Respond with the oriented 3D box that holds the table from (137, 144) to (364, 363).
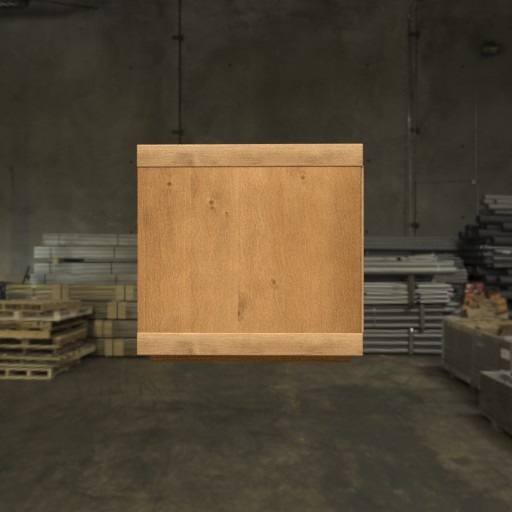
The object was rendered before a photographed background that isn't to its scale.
[{"bbox_3d":[0.000,0.000,1.723,0.499,0.491,1.499,0,0,1],"label":"table"}]
